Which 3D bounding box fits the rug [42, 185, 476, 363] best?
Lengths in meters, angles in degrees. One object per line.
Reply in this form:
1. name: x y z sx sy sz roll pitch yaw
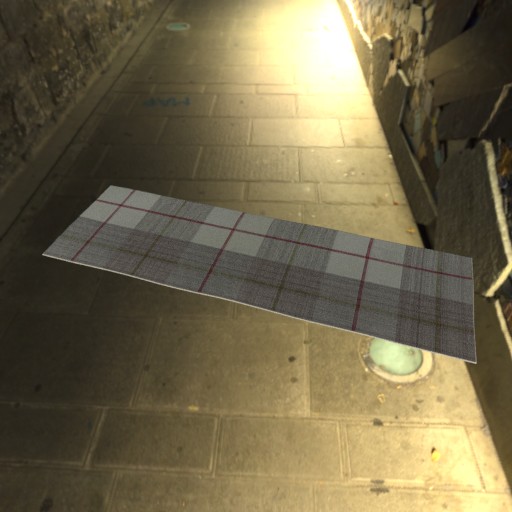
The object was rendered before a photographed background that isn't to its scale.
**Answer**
1. rug: 0.000 0.000 2.634 2.439 0.013 0.762 13 45 13
